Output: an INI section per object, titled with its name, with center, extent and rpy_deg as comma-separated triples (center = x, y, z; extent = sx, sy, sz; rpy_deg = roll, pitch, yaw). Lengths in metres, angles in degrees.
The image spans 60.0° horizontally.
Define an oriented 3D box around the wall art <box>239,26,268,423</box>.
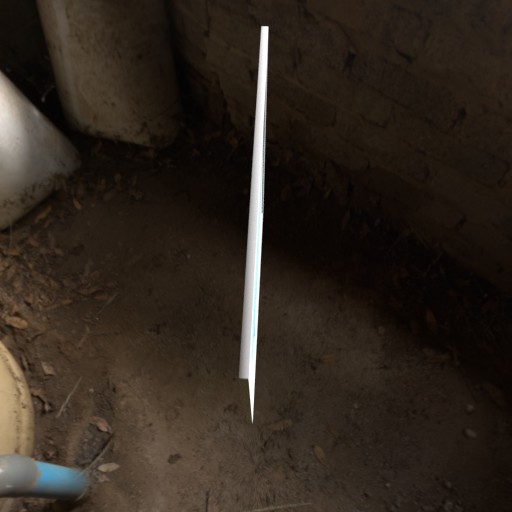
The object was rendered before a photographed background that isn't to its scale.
[wall art]
center = 0.000, 0.000, 0.887
extent = 0.013, 0.584, 0.584
rpy_deg = 3, 65, 1
